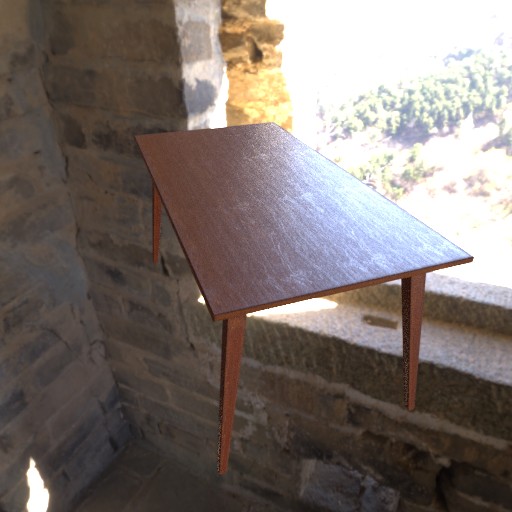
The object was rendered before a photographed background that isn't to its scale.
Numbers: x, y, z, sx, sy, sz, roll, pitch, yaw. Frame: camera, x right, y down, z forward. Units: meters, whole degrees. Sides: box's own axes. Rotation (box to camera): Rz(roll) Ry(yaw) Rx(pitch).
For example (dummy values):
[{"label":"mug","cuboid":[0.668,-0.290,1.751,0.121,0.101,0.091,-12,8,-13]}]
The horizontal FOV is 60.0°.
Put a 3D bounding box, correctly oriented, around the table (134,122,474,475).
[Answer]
[{"label":"table","cuboid":[0.000,0.000,2.048,0.811,0.755,1.609,-11,33,-17]}]
